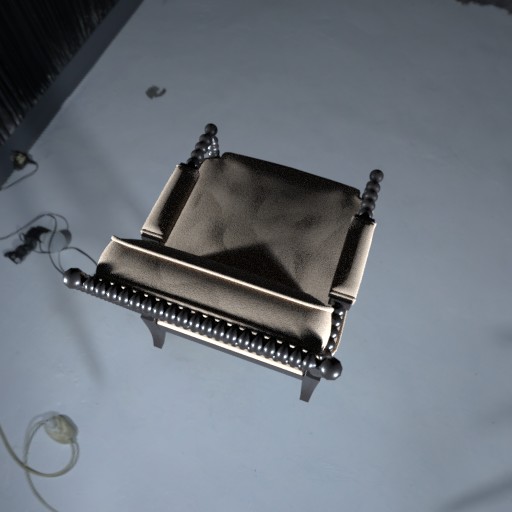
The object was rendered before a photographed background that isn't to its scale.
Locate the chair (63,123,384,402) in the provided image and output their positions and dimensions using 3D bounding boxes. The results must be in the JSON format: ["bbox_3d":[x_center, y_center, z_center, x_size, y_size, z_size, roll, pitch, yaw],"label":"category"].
[{"bbox_3d":[0.000,0.000,1.197,0.555,0.703,0.657,18,65,9],"label":"chair"}]
